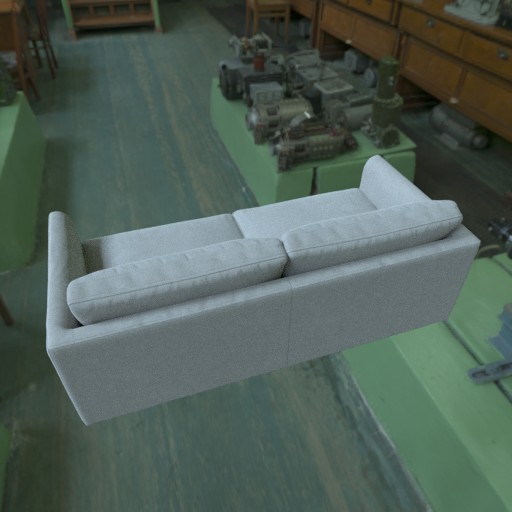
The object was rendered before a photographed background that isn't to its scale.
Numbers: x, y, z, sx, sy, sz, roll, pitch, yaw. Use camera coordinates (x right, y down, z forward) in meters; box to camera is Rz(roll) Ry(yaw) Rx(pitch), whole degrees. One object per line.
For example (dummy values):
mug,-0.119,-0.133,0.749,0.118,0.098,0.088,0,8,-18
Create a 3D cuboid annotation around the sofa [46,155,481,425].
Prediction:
sofa,0.000,0.000,2.661,2.588,0.838,1.090,-13,42,-14
